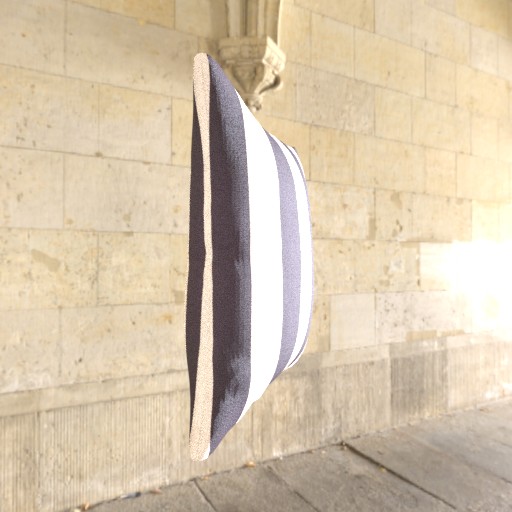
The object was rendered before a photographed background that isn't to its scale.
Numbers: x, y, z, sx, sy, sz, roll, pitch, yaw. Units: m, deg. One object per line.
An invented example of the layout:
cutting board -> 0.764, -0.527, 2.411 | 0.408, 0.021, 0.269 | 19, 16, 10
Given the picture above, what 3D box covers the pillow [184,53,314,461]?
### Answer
pillow -> 0.000, 0.000, 0.813 | 0.189, 0.526, 0.536 | 0, -1, 17
